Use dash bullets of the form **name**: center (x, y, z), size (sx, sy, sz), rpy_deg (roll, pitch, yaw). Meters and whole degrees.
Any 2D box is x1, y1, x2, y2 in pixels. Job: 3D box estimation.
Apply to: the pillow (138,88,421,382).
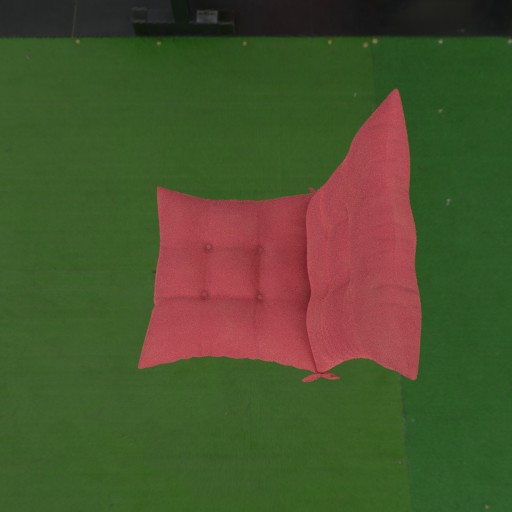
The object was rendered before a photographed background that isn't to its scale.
- **pillow**: center (0.000, 0.000, 0.985), size (0.585, 0.536, 0.541), rpy_deg (2, 76, 0)
